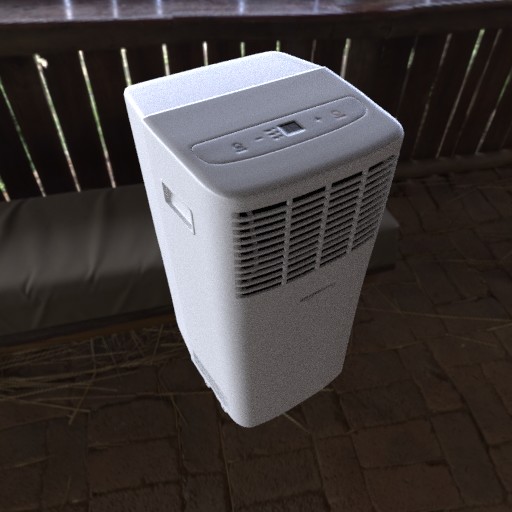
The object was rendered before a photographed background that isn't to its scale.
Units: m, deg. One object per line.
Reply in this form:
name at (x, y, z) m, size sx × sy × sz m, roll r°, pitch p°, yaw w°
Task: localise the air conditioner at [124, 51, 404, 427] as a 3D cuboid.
air conditioner at (0.000, 0.000, 0.819) m, size 0.304 × 0.606 × 0.349 m, roll -24°, pitch 50°, yaw -22°
